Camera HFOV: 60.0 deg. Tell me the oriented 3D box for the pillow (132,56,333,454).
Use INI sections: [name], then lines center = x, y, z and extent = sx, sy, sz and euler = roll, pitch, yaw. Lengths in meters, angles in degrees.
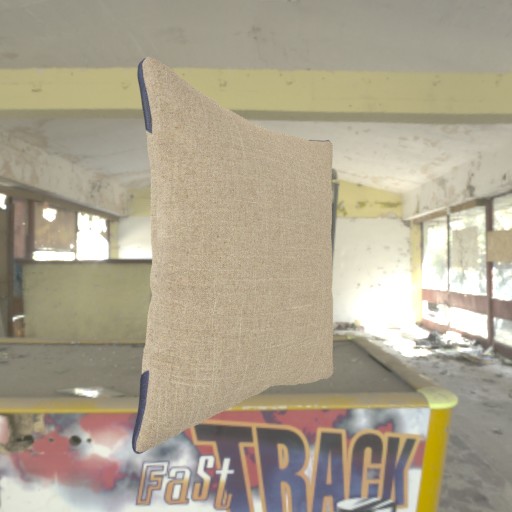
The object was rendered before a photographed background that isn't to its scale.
[pillow]
center = 0.000, 0.000, 0.660
extent = 0.147, 0.441, 0.440
euler = -1, -2, 37
